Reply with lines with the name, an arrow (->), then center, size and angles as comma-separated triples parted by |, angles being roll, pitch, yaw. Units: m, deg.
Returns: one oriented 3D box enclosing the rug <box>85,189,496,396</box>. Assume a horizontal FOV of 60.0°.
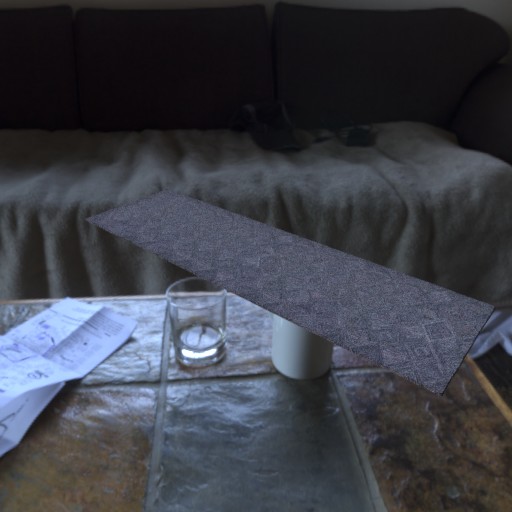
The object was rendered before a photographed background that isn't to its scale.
rug -> 0.000, 0.000, 2.438 | 2.296, 0.011, 0.691 | 23, 37, 34
